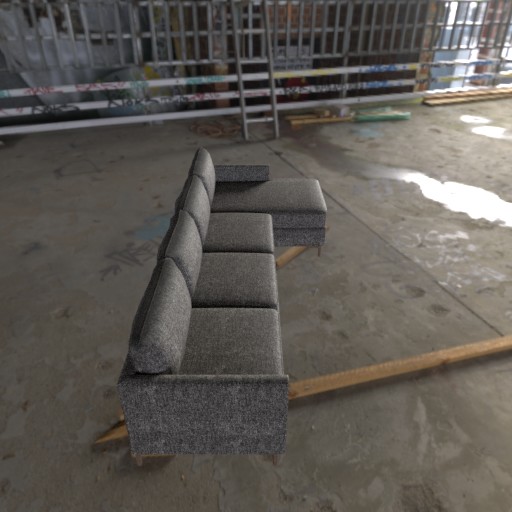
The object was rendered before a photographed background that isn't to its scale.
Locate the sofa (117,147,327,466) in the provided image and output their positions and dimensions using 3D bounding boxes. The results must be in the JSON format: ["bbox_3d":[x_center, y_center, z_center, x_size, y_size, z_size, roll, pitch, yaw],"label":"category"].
[{"bbox_3d":[0.000,0.000,3.905,1.488,0.970,3.384,0,32,0],"label":"sofa"}]
